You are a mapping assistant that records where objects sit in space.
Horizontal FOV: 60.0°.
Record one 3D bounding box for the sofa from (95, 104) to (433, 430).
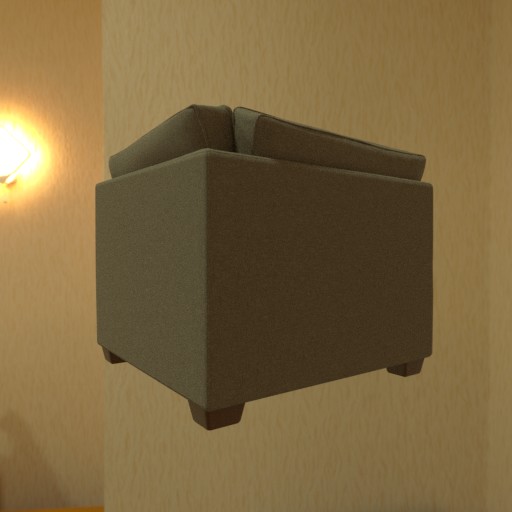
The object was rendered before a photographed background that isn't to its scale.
[{"bbox_3d":[0.000,0.000,1.864,1.050,0.951,1.042,-1,1,-35],"label":"sofa"}]
